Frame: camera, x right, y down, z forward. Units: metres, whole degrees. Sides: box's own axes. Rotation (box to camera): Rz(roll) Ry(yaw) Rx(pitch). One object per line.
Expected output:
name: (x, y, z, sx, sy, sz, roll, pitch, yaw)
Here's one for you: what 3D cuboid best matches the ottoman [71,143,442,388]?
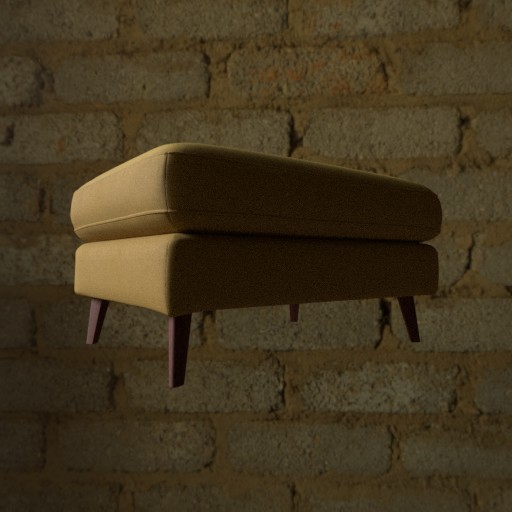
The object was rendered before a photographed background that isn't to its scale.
ottoman: (0.000, 0.000, 1.154, 0.811, 0.449, 0.608, 0, -1, -36)
